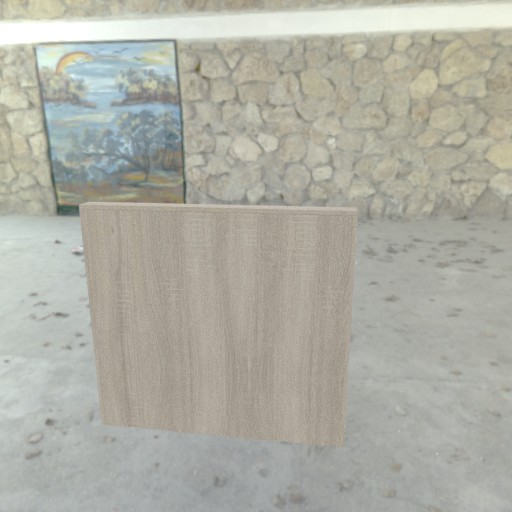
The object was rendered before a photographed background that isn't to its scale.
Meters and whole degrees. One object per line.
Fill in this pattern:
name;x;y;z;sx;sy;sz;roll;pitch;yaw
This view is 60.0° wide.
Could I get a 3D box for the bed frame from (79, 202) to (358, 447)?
bed frame;0.000;0.000;2.679;0.990;0.920;2.140;2;15;8
